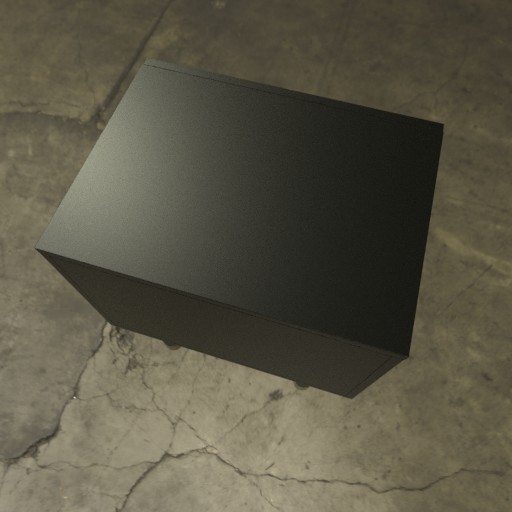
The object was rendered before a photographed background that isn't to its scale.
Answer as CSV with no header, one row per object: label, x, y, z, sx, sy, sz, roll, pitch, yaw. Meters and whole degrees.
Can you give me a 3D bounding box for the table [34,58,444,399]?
table,0.000,0.000,0.986,0.564,0.584,0.441,15,65,7
